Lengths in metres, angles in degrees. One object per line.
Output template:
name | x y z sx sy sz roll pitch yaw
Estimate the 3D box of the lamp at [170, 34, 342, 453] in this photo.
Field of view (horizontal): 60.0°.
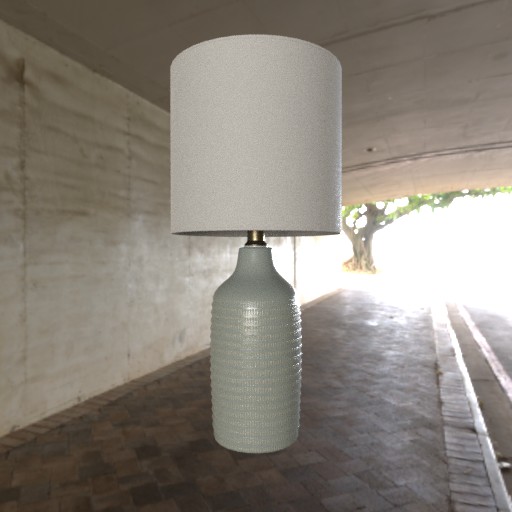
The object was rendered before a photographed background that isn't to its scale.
lamp | 0.000 0.000 0.584 0.220 0.475 0.220 0 1 -37
